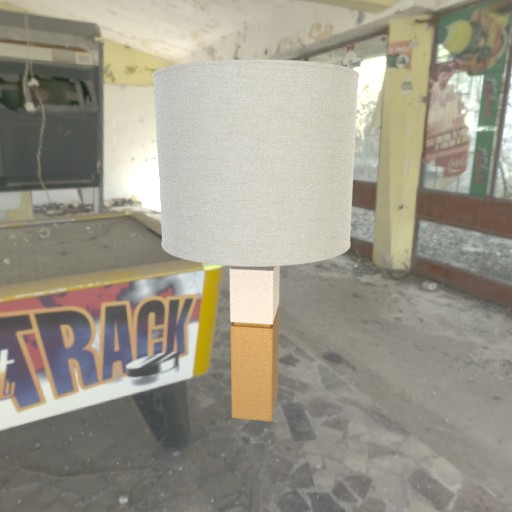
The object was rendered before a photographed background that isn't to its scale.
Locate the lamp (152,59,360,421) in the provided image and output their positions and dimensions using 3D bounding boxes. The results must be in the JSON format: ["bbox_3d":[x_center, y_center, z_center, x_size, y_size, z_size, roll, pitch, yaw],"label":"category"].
[{"bbox_3d":[0.000,0.000,0.553,0.229,0.417,0.229,2,15,9],"label":"lamp"}]
